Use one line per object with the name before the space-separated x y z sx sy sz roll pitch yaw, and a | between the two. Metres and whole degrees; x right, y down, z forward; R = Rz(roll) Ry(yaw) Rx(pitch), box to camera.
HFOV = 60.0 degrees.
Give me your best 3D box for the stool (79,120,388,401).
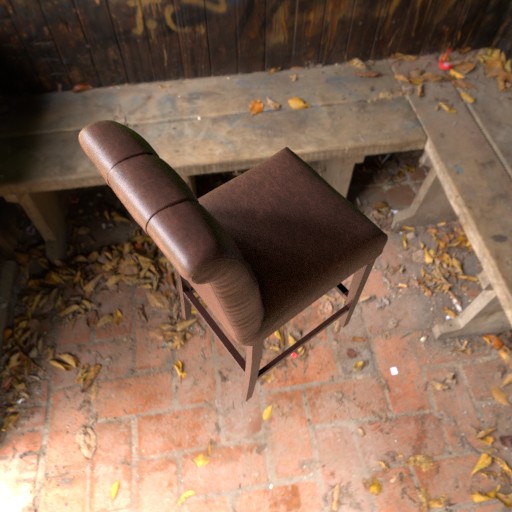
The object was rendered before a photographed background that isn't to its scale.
stool | 0.000 0.000 1.412 0.660 1.084 0.486 -33 63 -19
